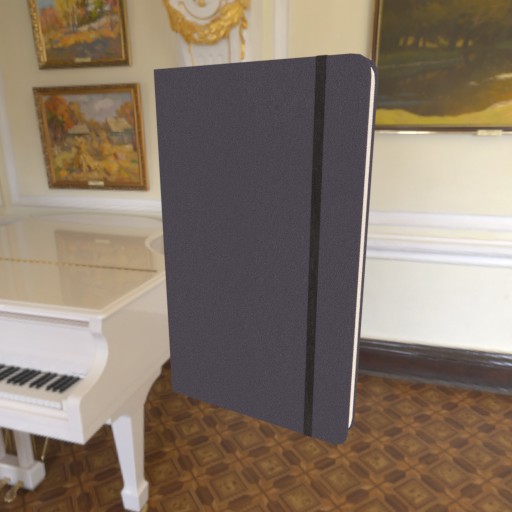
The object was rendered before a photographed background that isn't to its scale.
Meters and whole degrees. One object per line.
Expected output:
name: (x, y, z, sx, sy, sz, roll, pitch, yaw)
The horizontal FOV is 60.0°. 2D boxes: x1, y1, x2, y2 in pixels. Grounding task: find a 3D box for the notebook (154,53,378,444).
notebook: (0.000, 0.000, 0.264, 0.127, 0.213, 0.016, 8, 18, 27)
